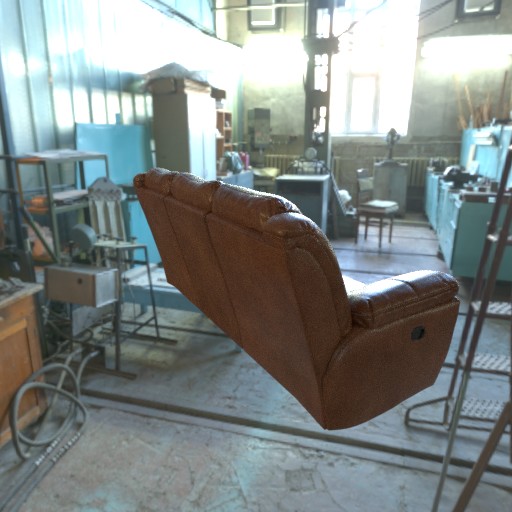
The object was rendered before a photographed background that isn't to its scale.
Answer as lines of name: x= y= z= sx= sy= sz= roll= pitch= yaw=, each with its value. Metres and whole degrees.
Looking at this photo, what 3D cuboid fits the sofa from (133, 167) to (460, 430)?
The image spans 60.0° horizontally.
sofa: x=0.000 y=0.000 z=2.819 sx=0.991 sy=1.043 sz=2.337 roll=-8 pitch=18 yaw=-27
